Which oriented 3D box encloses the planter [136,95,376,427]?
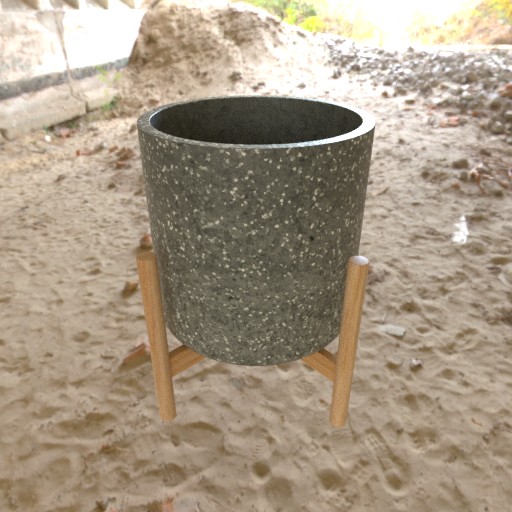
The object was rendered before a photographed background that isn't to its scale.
[{"bbox_3d":[0.000,0.000,0.680,0.360,0.419,0.360,-10,31,-17],"label":"planter"}]
